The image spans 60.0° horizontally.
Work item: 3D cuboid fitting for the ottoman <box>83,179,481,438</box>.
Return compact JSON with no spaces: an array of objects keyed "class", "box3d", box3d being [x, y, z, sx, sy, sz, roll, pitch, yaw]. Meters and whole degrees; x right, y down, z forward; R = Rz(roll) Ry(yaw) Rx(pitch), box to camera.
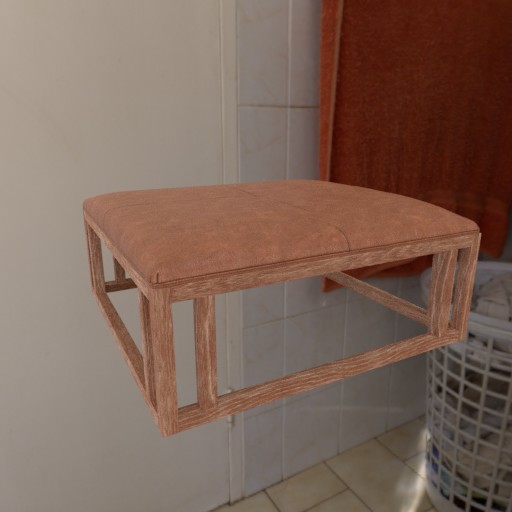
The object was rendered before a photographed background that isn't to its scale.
[{"class":"ottoman","box3d":[0.000,0.000,1.579,1.016,0.442,1.013,-9,19,-27]}]
